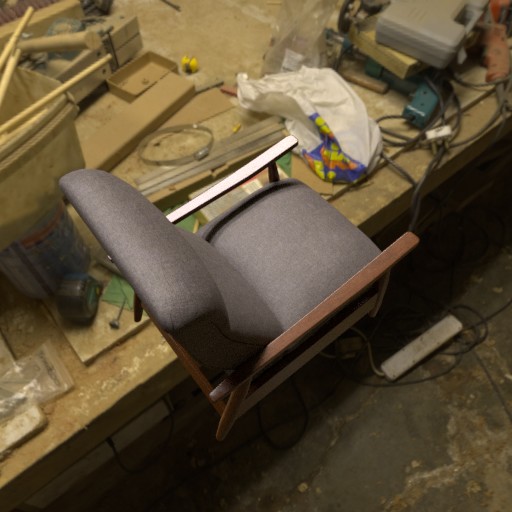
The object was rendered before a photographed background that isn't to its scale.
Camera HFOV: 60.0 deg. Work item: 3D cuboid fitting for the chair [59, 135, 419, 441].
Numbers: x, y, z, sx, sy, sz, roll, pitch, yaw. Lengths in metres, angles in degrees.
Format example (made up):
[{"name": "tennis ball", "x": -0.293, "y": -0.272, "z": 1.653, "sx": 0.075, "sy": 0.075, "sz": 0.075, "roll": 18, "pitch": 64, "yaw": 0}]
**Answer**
[{"name": "chair", "x": 0.000, "y": 0.000, "z": 1.758, "sx": 1.014, "sy": 1.081, "sz": 0.762, "roll": -33, "pitch": 62, "yaw": -20}]
